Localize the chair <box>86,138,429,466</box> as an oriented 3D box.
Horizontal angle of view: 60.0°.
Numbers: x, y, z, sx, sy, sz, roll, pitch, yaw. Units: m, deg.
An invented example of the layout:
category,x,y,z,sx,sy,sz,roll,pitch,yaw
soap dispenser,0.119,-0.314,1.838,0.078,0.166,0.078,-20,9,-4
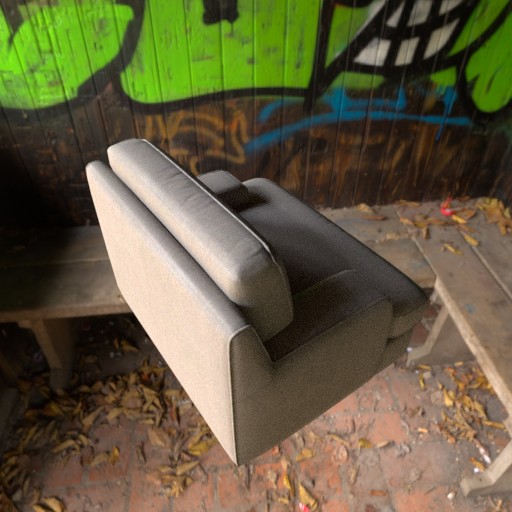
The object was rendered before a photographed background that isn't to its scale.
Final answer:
category,x,y,z,sx,sy,sz,roll,pitch,yaw
chair,0.000,0.000,2.037,1.043,0.974,1.270,-25,46,-26
